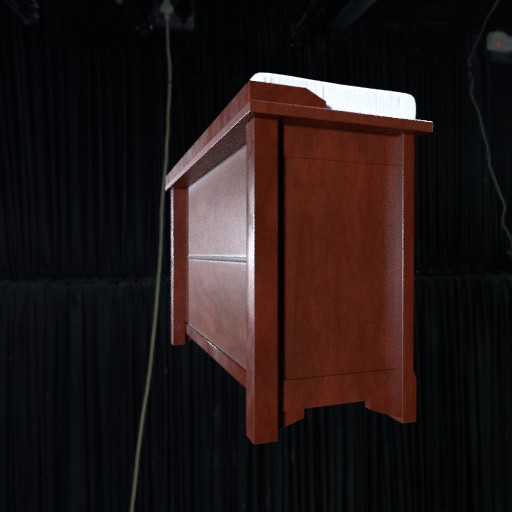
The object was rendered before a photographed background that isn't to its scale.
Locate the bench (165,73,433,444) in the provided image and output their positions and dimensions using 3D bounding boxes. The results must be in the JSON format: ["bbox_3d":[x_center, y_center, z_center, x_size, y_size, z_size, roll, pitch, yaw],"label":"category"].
[{"bbox_3d":[0.000,0.000,1.254,0.369,0.646,0.987,0,0,-19],"label":"bench"}]
